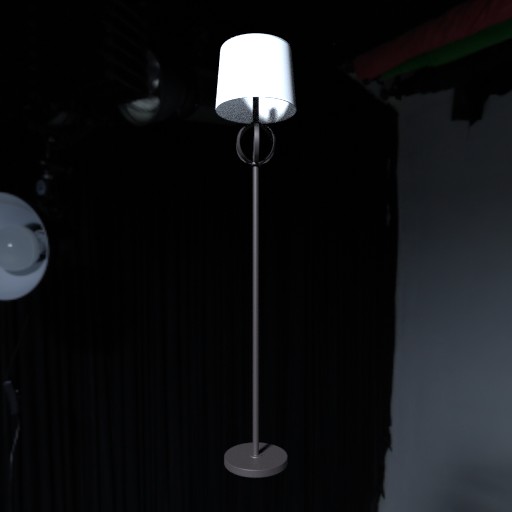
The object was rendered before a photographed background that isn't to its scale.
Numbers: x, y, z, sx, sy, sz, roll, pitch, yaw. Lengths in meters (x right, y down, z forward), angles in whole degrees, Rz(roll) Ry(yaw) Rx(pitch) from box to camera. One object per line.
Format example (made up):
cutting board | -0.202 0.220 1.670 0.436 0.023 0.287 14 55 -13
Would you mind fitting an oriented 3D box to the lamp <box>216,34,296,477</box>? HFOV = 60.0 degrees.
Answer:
lamp | 0.000 0.000 1.579 0.286 1.462 0.286 0 -1 -34
